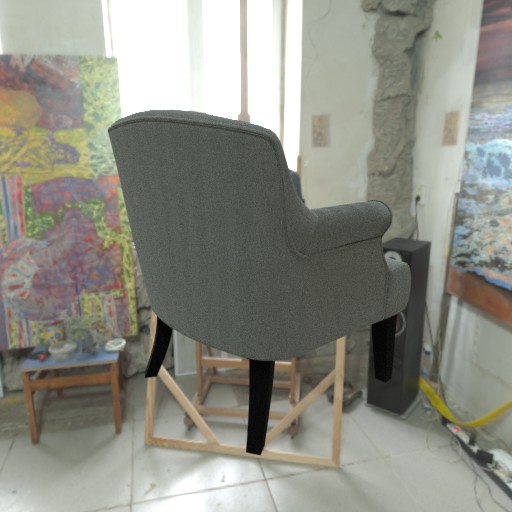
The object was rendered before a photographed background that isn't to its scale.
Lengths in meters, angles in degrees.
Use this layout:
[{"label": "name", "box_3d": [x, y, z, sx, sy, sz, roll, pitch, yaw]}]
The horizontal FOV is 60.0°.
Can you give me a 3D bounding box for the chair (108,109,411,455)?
[{"label": "chair", "box_3d": [0.000, 0.000, 1.442, 0.755, 0.880, 0.772, -14, 20, -42]}]
